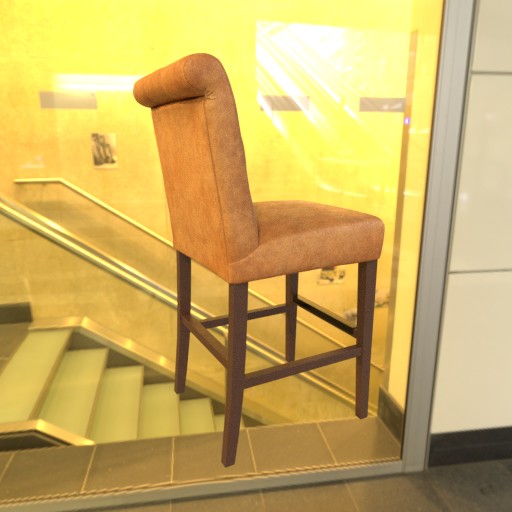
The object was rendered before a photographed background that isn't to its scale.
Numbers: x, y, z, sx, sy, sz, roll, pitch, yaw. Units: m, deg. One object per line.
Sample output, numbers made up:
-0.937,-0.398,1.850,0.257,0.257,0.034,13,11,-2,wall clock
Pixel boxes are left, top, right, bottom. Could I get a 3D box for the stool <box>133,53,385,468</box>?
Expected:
0.000,0.000,1.360,0.601,1.047,0.493,-8,16,-27,stool
